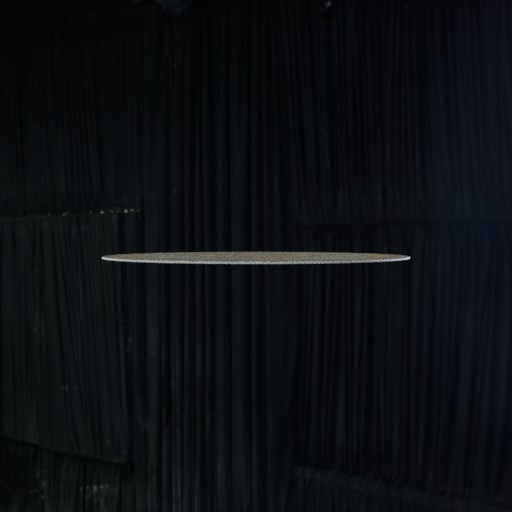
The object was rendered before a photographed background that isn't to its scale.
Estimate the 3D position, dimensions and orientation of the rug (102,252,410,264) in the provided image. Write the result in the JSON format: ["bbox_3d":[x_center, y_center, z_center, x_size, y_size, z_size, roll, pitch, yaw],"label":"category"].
[{"bbox_3d":[0.000,0.000,2.430,1.598,0.010,1.598,0,2,0],"label":"rug"}]
